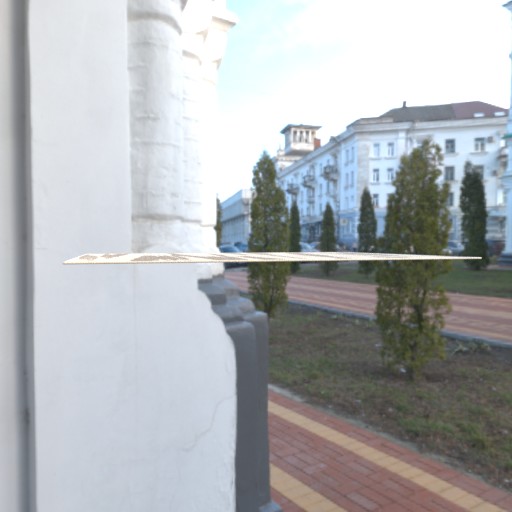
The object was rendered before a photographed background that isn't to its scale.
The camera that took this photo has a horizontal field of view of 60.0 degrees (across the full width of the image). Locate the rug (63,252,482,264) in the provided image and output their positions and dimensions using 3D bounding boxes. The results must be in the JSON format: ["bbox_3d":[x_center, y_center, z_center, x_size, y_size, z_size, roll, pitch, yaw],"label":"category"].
[{"bbox_3d":[0.000,0.000,2.856,2.142,0.010,1.533,-1,2,-17],"label":"rug"}]
